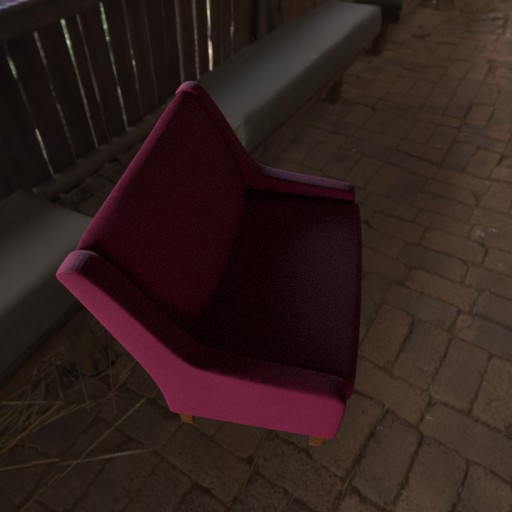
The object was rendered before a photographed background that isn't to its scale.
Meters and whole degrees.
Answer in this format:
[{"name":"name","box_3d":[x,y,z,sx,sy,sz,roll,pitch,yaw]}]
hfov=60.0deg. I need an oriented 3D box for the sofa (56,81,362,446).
[{"name":"sofa","box_3d":[0.000,0.000,1.945,0.946,0.976,1.242,7,46,7]}]
